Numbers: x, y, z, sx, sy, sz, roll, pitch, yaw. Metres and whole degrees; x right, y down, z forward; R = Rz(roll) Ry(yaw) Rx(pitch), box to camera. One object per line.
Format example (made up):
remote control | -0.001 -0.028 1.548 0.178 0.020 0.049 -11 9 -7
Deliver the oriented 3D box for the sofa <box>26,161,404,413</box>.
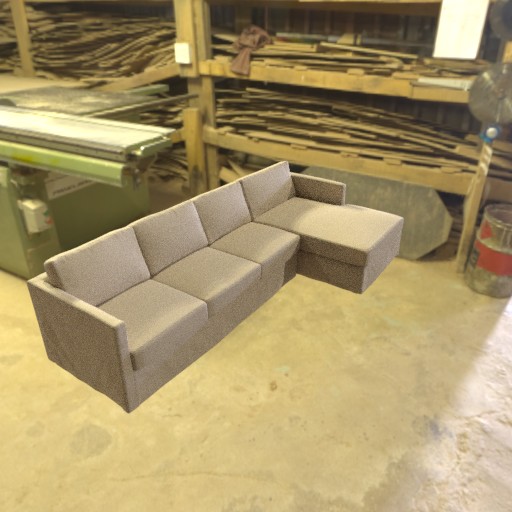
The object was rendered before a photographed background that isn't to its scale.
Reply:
sofa | 0.000 0.000 3.880 1.622 0.871 3.206 18 33 30
